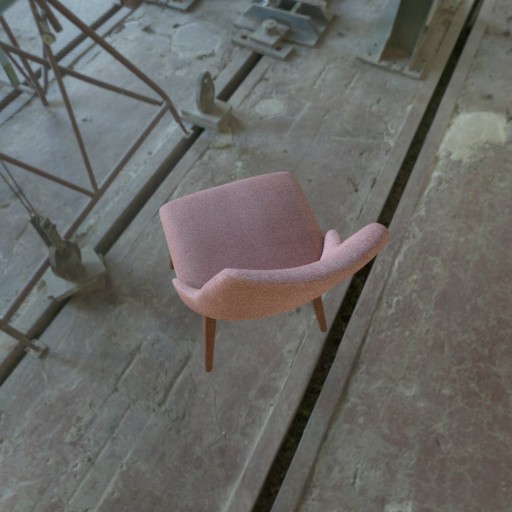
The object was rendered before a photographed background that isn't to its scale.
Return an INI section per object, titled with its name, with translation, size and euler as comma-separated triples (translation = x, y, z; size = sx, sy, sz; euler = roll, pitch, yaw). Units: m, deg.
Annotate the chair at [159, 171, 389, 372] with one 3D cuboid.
[chair]
translation = 0.000, 0.000, 1.341
size = 0.535, 0.918, 0.707
euler = -16, 60, -10
